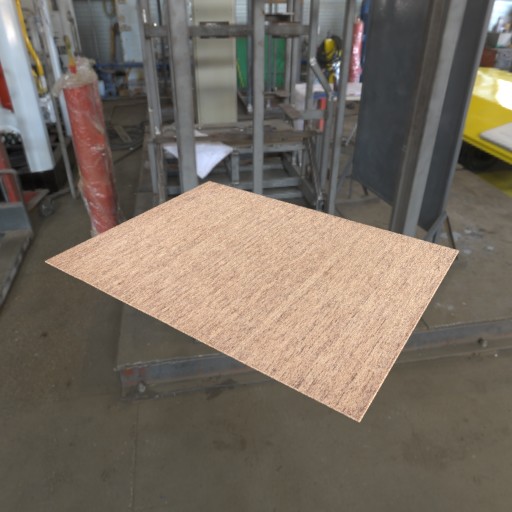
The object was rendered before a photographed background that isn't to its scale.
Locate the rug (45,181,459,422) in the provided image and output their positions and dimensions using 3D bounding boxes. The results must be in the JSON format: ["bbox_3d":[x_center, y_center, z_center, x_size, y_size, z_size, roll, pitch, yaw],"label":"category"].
[{"bbox_3d":[0.000,0.000,4.309,3.205,0.013,2.448,20,37,29],"label":"rug"}]
